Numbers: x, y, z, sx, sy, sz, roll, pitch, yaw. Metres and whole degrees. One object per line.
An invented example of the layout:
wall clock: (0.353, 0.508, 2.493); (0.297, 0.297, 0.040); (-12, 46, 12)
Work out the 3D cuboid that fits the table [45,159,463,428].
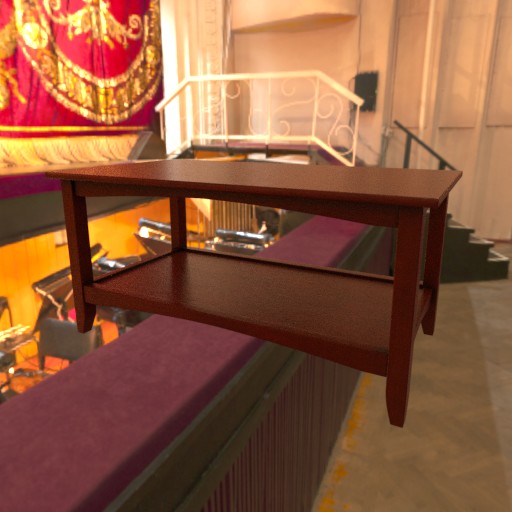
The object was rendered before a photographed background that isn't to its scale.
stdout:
table: (0.000, 0.000, 1.208); (0.943, 0.456, 0.533); (8, 18, 27)
